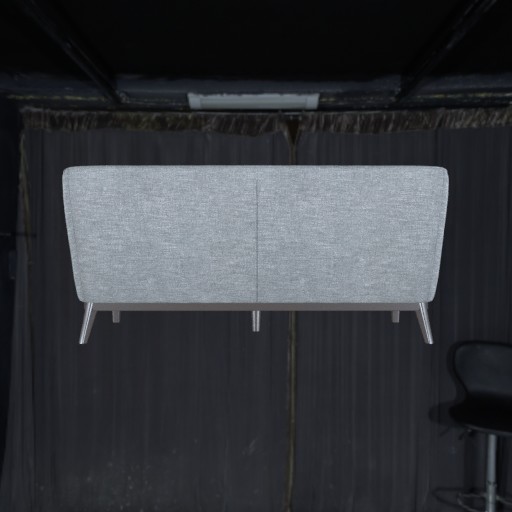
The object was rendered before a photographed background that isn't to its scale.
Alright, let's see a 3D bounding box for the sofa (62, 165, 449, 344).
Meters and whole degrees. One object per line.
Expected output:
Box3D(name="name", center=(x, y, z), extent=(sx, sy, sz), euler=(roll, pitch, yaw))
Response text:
Box3D(name="sofa", center=(0.000, 0.000, 2.407), extent=(1.928, 0.829, 0.867), euler=(0, 0, 0))
